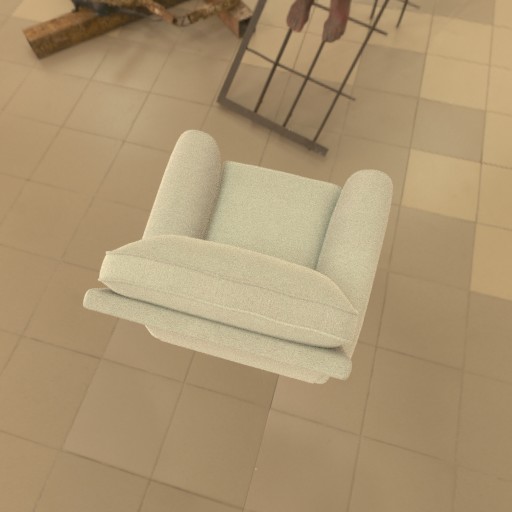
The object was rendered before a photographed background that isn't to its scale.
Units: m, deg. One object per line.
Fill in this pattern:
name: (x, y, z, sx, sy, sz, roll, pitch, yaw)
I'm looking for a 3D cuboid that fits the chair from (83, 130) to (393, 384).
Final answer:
chair: (0.000, 0.000, 1.646, 0.890, 0.960, 0.878, 14, 65, 7)
